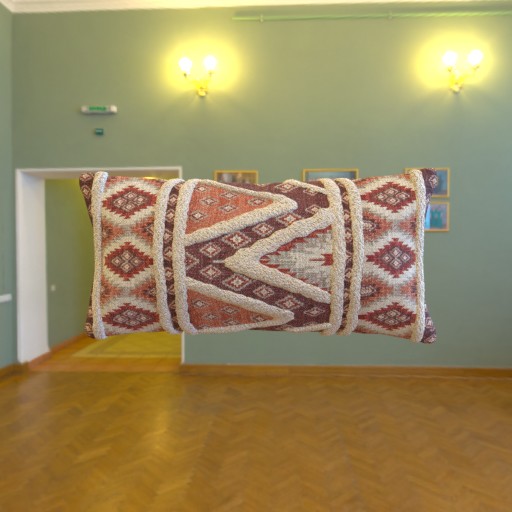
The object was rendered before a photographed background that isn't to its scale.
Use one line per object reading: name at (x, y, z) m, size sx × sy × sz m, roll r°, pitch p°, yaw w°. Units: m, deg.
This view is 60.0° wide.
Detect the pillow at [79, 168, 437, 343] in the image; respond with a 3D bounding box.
pillow at (0.000, 0.000, 0.749) m, size 0.608 × 0.295 × 0.161 m, roll 0°, pitch 1°, yaw 2°
